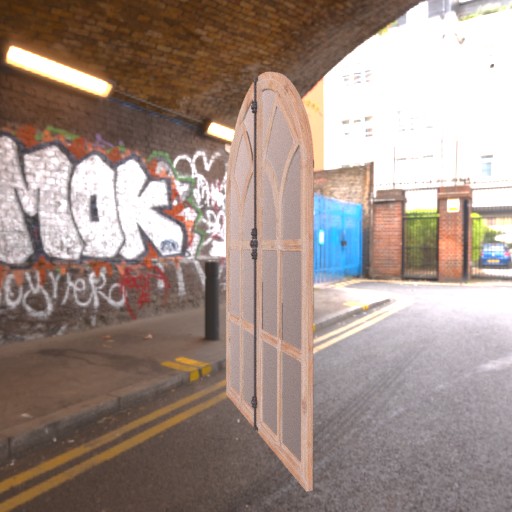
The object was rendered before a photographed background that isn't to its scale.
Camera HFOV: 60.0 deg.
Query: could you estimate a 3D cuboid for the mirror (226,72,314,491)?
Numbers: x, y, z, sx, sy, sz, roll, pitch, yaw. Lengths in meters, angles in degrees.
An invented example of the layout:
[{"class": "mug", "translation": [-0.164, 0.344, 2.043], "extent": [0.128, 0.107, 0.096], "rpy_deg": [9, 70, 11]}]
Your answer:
[{"class": "mirror", "translation": [0.000, 0.000, 1.151], "extent": [0.032, 0.915, 0.609], "rpy_deg": [0, 1, -19]}]
